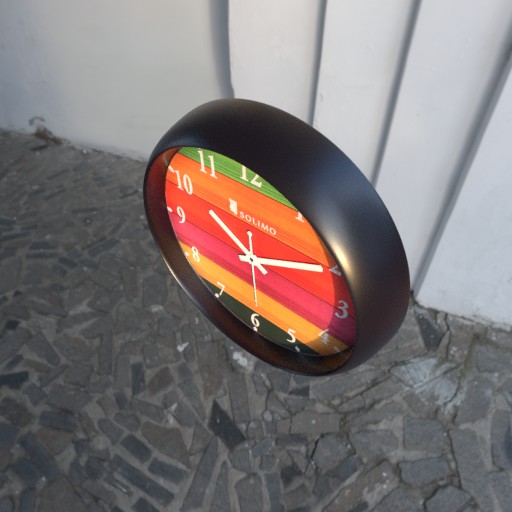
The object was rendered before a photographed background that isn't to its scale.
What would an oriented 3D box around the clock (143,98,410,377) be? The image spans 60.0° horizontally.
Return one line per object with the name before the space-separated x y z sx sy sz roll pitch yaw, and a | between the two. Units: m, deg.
clock | 0.000 0.000 0.444 0.300 0.300 0.060 31 54 26
